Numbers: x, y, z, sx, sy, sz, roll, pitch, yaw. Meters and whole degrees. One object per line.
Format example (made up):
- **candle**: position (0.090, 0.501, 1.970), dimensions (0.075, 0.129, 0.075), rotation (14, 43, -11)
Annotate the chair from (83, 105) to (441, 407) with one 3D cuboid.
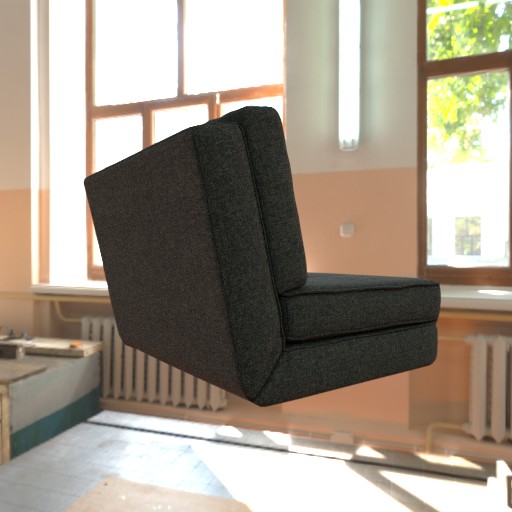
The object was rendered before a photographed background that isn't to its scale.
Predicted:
- **chair**: position (0.000, 0.000, 1.306), dimensions (0.800, 0.615, 0.740), rotation (0, 0, -36)
